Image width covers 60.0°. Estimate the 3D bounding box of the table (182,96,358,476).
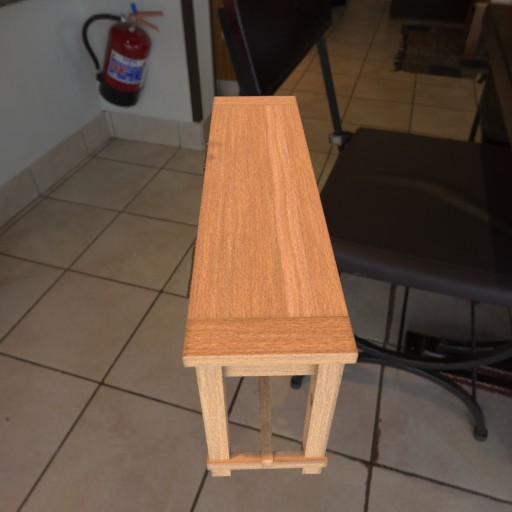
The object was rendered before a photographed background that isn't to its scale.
[{"bbox_3d":[0.000,0.000,1.886,0.442,0.762,1.599,-1,41,-1],"label":"table"}]
